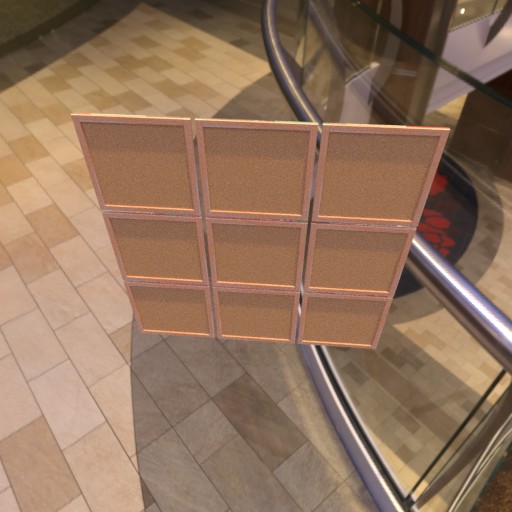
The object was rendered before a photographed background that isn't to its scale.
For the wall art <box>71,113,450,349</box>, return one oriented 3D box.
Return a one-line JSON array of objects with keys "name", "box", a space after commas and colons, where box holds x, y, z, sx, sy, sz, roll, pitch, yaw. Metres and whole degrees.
[{"name": "wall art", "box": [0.000, 0.000, 1.850, 1.216, 1.220, 0.013, 3, 45, 3]}]
